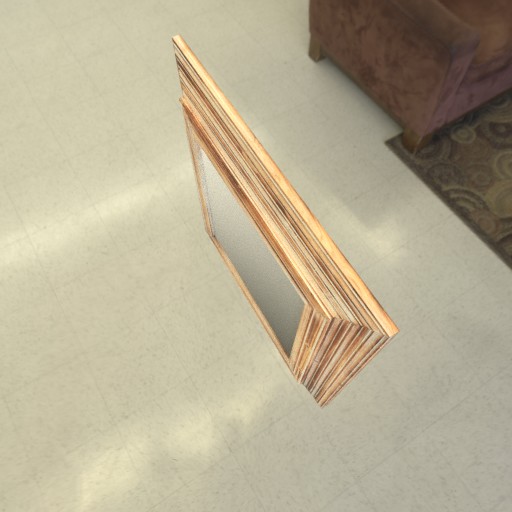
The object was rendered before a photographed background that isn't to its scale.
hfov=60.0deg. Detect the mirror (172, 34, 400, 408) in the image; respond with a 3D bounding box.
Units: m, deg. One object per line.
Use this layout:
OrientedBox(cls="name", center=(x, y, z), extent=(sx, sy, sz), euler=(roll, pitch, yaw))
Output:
OrientedBox(cls="mirror", center=(0.000, 0.000, 1.207), extent=(0.061, 0.804, 0.804), euler=(-27, 67, -13))
